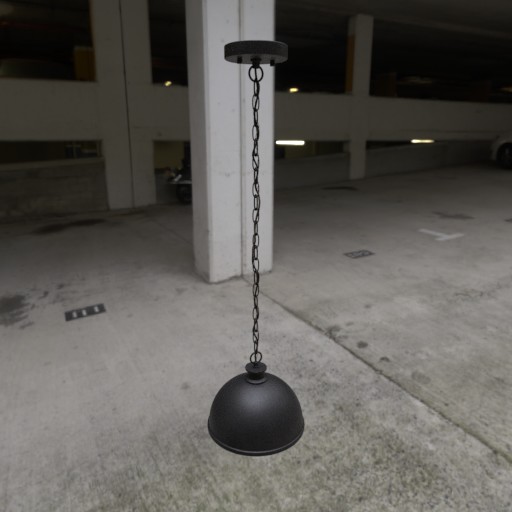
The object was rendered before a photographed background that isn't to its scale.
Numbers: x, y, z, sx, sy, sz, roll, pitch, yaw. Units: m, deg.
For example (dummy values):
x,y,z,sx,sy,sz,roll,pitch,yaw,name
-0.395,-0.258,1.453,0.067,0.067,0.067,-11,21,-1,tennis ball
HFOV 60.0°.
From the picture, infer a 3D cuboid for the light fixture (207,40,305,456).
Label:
x,y,z,sx,sy,sz,roll,pitch,yaw,name
0.000,0.000,1.255,0.304,1.090,0.304,-7,17,-25,light fixture
